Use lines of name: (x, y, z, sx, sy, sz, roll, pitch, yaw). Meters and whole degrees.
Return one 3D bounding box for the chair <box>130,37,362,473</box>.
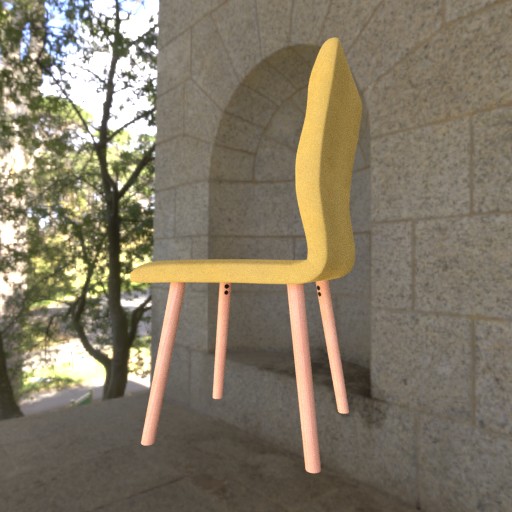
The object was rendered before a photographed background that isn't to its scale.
chair: (0.000, 0.000, 1.266, 0.550, 0.965, 0.450, 0, -1, 20)
